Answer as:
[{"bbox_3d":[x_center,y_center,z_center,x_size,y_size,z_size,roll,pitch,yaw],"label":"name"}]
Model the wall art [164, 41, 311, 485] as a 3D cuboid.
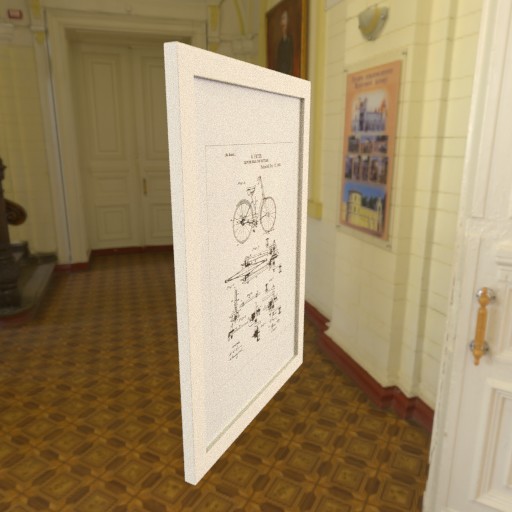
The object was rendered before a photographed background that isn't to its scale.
[{"bbox_3d":[0.000,0.000,0.603,0.015,0.477,0.332,8,17,27],"label":"wall art"}]
